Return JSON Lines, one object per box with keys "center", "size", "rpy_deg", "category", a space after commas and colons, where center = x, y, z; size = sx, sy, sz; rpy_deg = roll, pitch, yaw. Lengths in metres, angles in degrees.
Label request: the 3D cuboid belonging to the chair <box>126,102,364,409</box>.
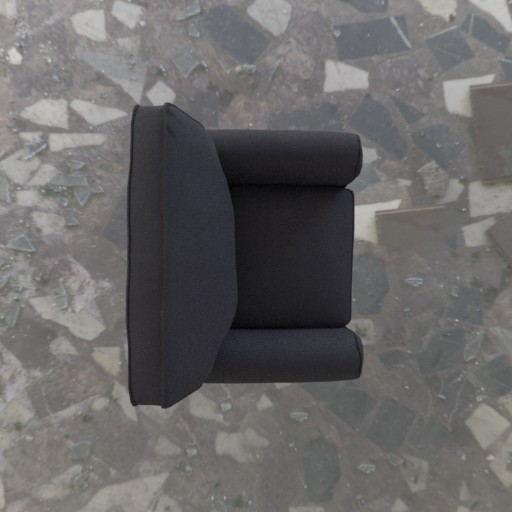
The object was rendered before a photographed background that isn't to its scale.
{"center": [0.000, 0.000, 2.003], "size": [1.002, 1.140, 1.119], "rpy_deg": [0, 89, -1], "category": "chair"}
